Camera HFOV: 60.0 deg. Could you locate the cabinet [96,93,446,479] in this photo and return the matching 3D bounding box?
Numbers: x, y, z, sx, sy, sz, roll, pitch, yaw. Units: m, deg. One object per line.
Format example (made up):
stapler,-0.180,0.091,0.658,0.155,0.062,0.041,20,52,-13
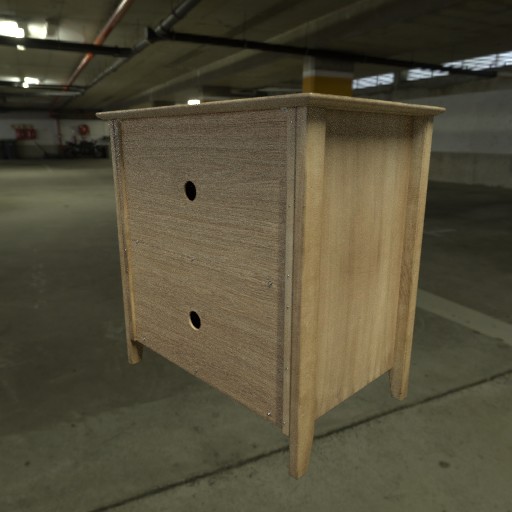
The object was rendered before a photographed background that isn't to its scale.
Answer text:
cabinet,0.000,0.000,1.221,0.503,0.762,0.763,-14,20,-42
